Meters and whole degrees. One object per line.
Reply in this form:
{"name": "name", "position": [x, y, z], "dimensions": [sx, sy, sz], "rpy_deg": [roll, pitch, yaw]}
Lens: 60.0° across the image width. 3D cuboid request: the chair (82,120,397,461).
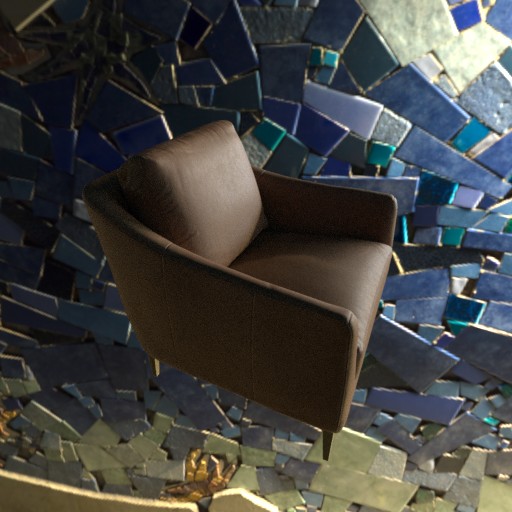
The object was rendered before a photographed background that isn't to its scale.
{"name": "chair", "position": [0.000, 0.000, 1.719], "dimensions": [0.963, 0.895, 0.988], "rpy_deg": [11, 30, 19]}
